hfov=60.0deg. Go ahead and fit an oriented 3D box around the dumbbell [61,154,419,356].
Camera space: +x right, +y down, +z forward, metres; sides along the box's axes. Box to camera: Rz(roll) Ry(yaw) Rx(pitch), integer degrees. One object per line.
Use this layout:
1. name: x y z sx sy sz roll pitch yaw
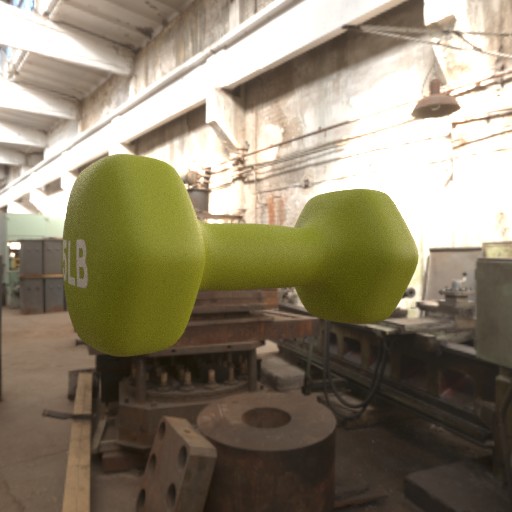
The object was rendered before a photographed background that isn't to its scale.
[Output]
1. dumbbell: 0.000 0.000 0.207 0.164 0.072 0.080 0 0 -36
